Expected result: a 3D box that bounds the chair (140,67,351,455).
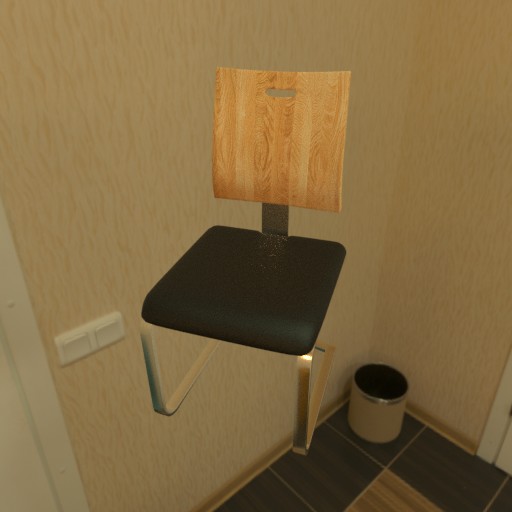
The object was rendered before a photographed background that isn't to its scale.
[{"bbox_3d":[0.000,0.000,1.242,0.462,0.936,0.560,9,29,17],"label":"chair"}]
